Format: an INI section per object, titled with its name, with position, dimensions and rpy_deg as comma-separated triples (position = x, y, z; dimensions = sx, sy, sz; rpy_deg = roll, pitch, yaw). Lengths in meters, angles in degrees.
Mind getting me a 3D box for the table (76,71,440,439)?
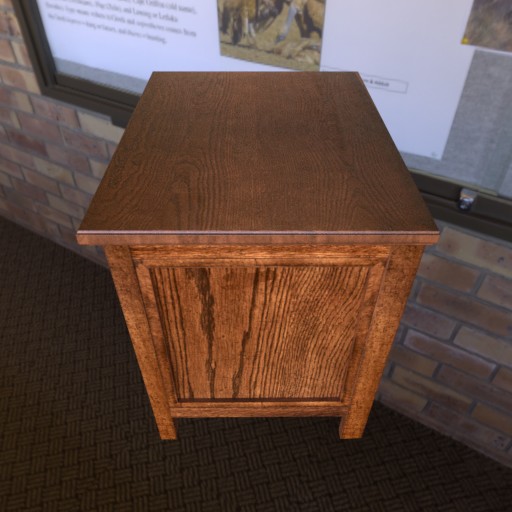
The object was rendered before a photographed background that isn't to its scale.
[table]
position = 0.000, 0.000, 0.973
dimensions = 0.461, 0.597, 0.586
rpy_deg = 0, 42, 0
